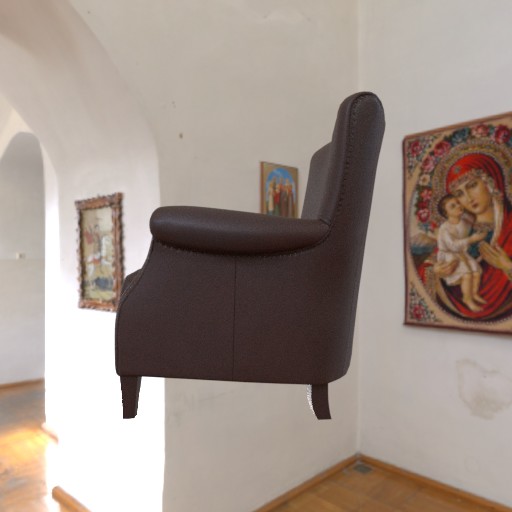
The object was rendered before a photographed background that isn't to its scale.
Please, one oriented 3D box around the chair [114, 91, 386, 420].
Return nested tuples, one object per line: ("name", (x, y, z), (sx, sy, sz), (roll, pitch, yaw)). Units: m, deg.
("chair", (0.000, 0.000, 1.352), (0.746, 0.800, 0.700), (0, 1, 1))
